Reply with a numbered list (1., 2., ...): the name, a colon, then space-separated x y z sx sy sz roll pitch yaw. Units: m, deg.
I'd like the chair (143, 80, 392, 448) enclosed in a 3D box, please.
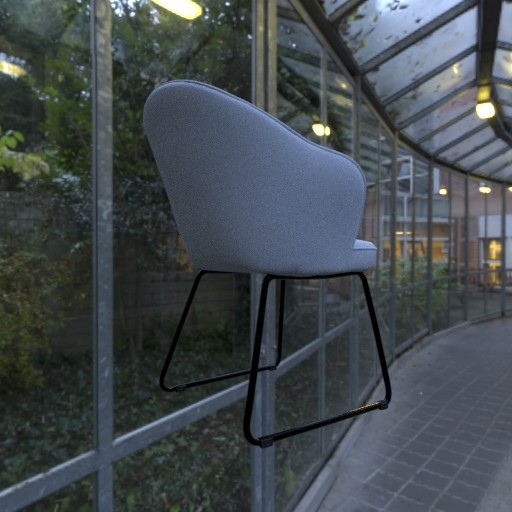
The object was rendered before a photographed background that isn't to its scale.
1. chair: 0.000 0.000 1.236 0.592 0.817 0.570 0 1 -37
